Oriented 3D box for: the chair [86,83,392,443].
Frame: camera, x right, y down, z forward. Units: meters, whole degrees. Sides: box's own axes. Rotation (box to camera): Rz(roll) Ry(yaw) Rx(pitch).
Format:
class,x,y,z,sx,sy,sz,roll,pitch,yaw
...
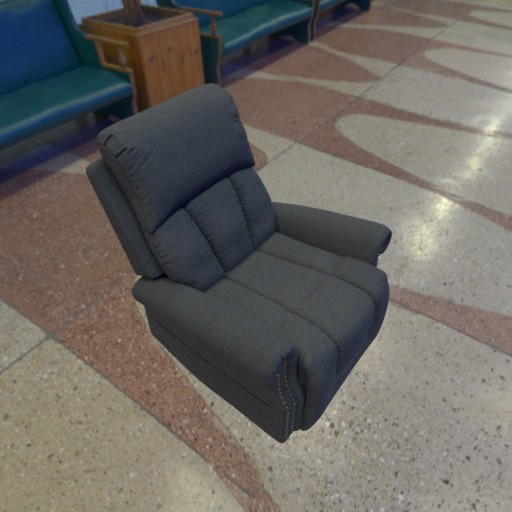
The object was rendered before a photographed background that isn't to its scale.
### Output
class,x,y,z,sx,sy,sz,roll,pitch,yaw
chair,0.000,0.000,1.751,0.979,1.031,0.871,27,48,27
